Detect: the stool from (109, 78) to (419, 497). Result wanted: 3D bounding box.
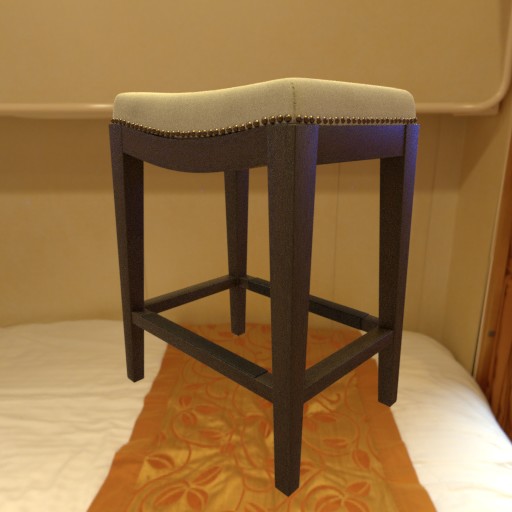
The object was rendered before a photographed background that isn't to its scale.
[{"bbox_3d":[0.000,0.000,0.914,0.500,0.642,0.361,16,23,42],"label":"stool"}]
